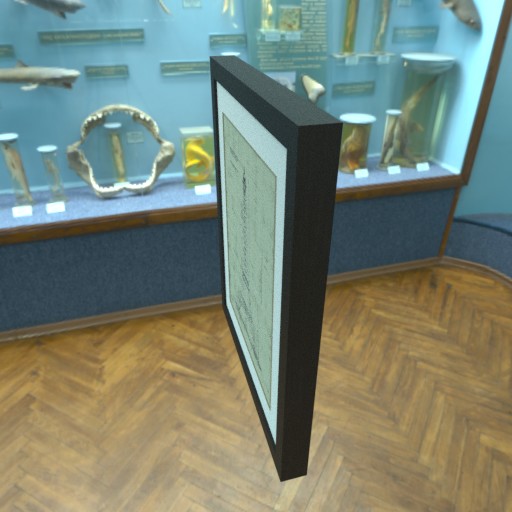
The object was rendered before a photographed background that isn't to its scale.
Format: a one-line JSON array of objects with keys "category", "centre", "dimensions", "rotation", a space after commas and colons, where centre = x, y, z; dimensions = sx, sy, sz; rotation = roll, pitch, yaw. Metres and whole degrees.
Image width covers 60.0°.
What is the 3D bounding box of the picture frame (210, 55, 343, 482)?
[{"category": "picture frame", "centre": [0.000, 0.000, 0.738], "dimensions": [0.044, 0.555, 0.452], "rotation": [-8, 33, -13]}]
